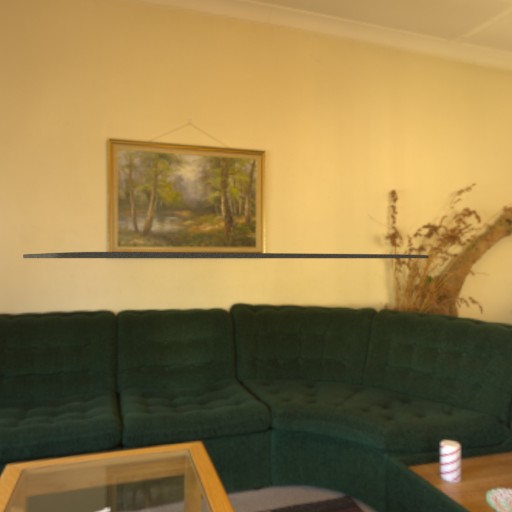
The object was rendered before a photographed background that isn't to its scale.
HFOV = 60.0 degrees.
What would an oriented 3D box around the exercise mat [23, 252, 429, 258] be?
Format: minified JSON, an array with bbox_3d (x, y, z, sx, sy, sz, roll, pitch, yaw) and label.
[{"bbox_3d":[0.000,0.000,2.059,1.869,0.021,0.616,0,0,-35],"label":"exercise mat"}]
